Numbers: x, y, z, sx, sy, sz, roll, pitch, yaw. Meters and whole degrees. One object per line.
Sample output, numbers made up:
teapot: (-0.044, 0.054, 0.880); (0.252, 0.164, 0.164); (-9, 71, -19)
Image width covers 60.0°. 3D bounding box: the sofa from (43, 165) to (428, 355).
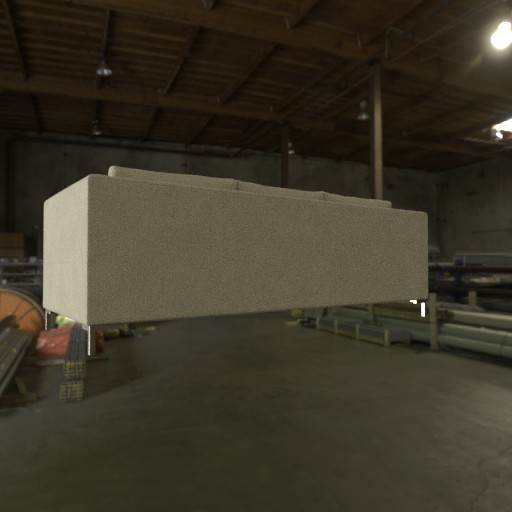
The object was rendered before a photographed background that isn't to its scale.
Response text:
sofa: (0.000, 0.000, 2.928); (2.415, 0.867, 0.969); (1, -1, -36)
